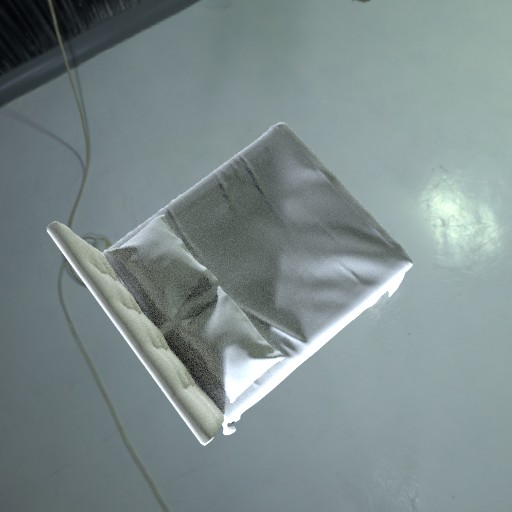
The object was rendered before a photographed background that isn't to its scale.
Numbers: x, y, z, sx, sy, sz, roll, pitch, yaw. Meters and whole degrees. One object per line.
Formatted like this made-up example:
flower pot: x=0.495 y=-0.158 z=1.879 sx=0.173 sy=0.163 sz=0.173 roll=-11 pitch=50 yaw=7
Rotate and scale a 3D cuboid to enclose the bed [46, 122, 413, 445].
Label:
bed: x=0.000 y=0.000 z=3.492 sx=2.222 sy=1.577 sz=1.936 roll=-38 pitch=79 yaw=-9
